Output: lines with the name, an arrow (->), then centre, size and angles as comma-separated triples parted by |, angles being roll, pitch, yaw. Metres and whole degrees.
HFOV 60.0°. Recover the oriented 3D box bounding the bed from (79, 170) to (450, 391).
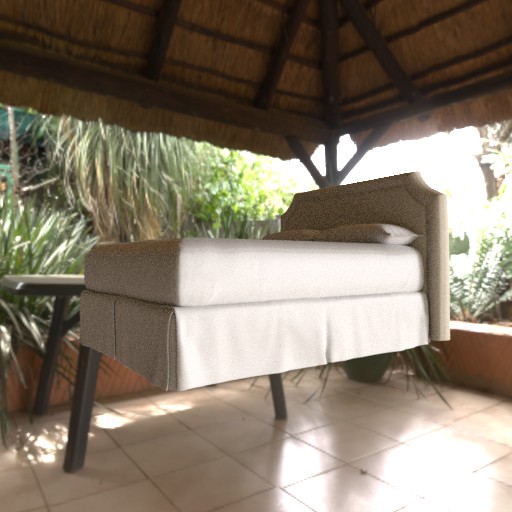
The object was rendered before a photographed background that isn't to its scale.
bed -> 0.000, 0.000, 3.303 | 2.164, 1.297, 1.828 | 0, -1, -36
